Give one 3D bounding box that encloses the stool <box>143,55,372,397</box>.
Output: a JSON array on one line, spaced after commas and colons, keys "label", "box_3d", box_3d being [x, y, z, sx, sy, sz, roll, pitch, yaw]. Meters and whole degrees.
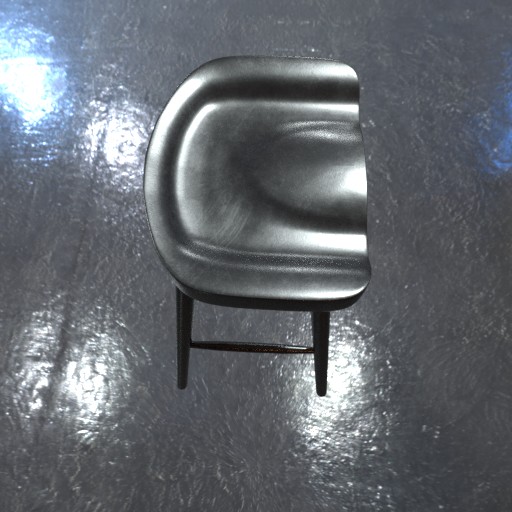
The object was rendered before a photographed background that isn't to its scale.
[{"label": "stool", "box_3d": [0.000, 0.000, 0.879, 0.361, 0.615, 0.440, 3, 65, 1]}]
